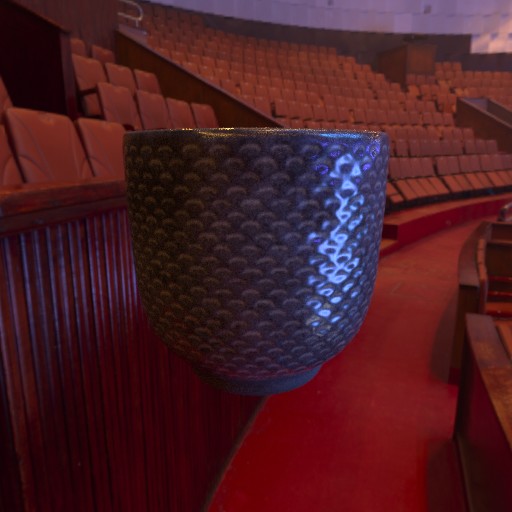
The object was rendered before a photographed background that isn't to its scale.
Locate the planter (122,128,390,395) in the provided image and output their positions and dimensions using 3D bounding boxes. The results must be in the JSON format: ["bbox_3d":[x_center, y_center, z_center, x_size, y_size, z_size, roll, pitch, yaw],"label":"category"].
[{"bbox_3d":[0.000,0.000,0.359,0.197,0.191,0.197,0,13,0],"label":"planter"}]
